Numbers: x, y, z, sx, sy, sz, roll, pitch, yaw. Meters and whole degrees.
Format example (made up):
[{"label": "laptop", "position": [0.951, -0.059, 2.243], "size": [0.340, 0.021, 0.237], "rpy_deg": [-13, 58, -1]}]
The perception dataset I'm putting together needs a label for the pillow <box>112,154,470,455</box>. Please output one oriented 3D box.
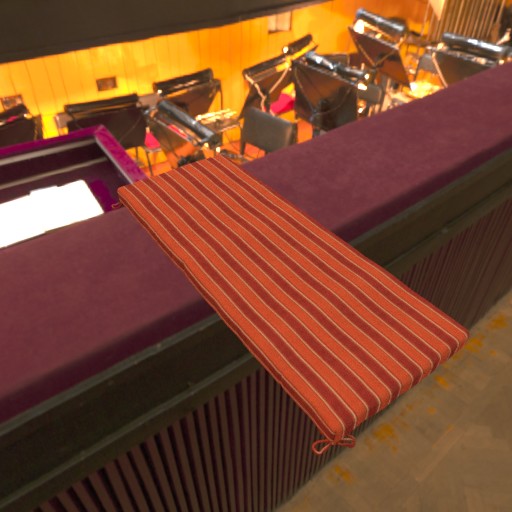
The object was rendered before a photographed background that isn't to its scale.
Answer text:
[{"label": "pillow", "position": [0.000, 0.000, 1.347], "size": [0.492, 0.081, 1.187], "rpy_deg": [-25, 46, -26]}]
